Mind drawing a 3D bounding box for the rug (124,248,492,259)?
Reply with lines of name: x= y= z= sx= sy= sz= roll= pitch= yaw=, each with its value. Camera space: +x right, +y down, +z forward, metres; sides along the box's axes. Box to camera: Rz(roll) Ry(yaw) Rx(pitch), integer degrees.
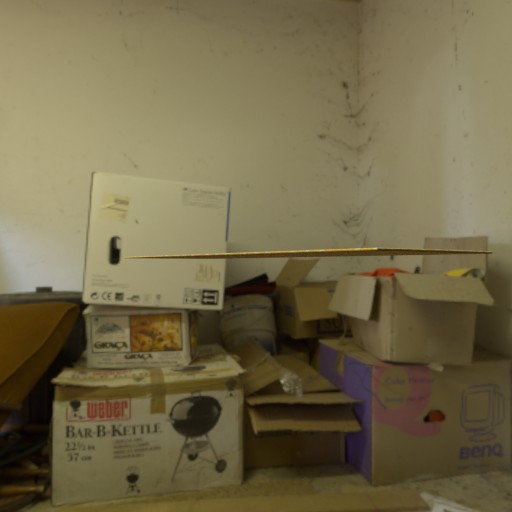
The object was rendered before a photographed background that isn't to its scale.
rug: x=0.000 y=0.000 z=2.669 sx=0.775 sy=0.010 sz=2.438 roll=1 pitch=-1 yaw=-36
